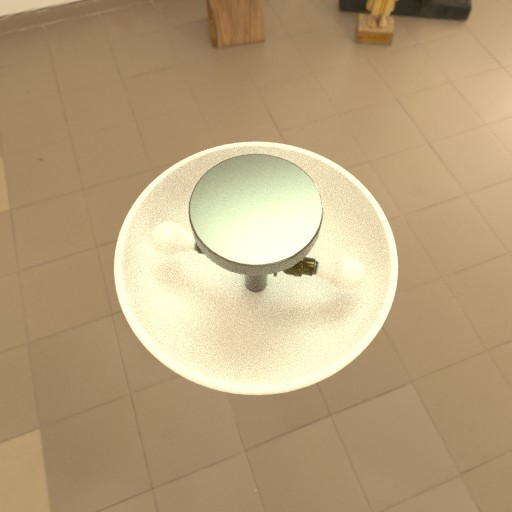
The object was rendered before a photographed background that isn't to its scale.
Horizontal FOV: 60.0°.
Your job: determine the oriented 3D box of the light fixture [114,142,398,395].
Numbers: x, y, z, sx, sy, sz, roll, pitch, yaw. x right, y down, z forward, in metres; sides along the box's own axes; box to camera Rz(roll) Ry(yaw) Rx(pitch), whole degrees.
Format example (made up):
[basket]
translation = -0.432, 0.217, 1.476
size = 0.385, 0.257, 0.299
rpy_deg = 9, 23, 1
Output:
[light fixture]
translation = 0.000, 0.000, 0.535
size = 0.330, 0.214, 0.330
rpy_deg = 0, 62, 0
